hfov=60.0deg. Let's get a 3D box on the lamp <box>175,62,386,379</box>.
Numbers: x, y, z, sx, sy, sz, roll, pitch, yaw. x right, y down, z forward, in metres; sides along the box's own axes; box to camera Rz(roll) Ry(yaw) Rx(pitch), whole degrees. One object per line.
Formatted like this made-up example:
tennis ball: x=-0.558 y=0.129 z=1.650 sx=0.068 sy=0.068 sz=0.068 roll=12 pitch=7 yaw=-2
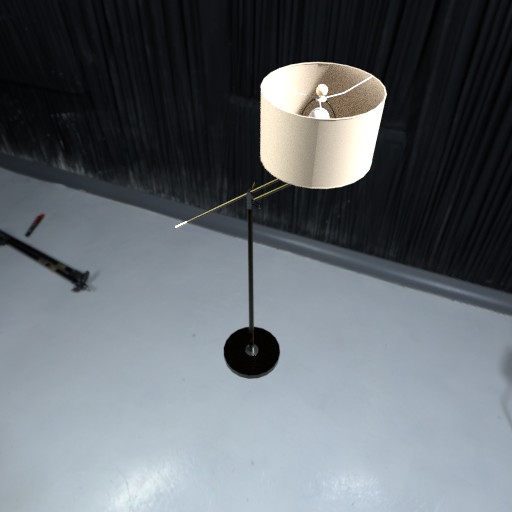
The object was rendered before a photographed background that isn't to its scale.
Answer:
lamp: x=0.000 y=0.000 z=1.970 sx=0.809 sy=1.635 sz=0.373 roll=17 pitch=48 yaw=16
